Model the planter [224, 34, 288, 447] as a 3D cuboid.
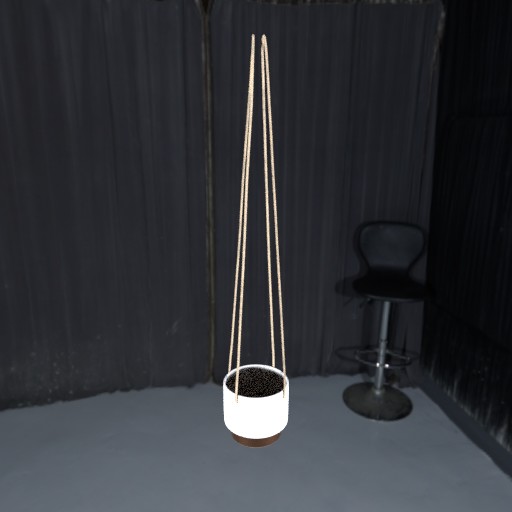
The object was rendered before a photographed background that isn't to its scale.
[{"bbox_3d":[0.000,0.000,0.920,0.146,0.841,0.146,-3,15,-10],"label":"planter"}]
